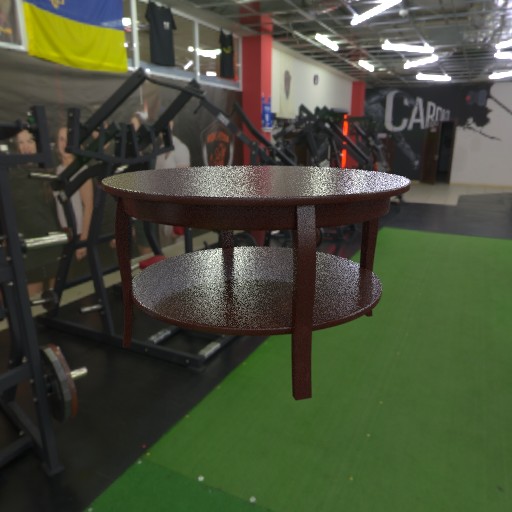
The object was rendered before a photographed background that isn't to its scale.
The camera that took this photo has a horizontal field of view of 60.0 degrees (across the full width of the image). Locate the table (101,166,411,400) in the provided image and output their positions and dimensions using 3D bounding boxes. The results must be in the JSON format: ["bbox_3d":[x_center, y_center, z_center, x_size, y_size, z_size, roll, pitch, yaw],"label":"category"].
[{"bbox_3d":[0.000,0.000,1.443,0.911,0.512,0.911,0,16,0],"label":"table"}]
